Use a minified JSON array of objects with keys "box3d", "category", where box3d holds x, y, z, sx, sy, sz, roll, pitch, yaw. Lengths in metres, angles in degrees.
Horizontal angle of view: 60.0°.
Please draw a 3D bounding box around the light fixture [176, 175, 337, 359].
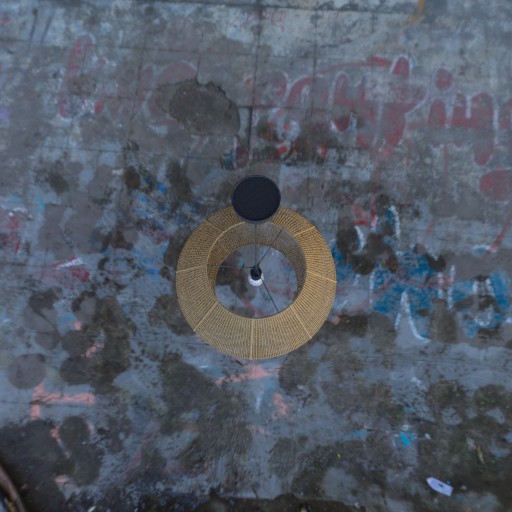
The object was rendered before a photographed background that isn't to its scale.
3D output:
[{"box3d":[0.000,0.000,1.439,0.643,1.009,0.643,0,76,0],"category":"light fixture"}]
